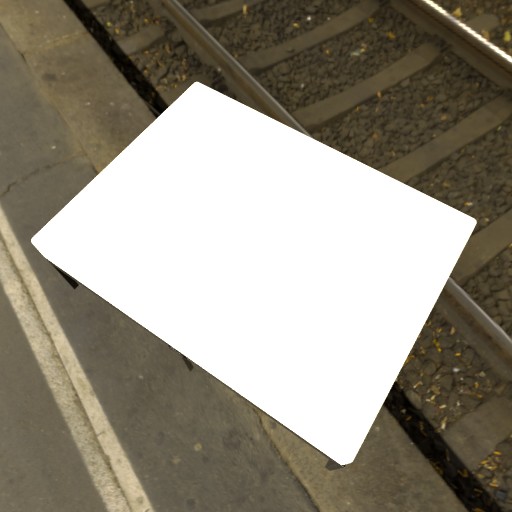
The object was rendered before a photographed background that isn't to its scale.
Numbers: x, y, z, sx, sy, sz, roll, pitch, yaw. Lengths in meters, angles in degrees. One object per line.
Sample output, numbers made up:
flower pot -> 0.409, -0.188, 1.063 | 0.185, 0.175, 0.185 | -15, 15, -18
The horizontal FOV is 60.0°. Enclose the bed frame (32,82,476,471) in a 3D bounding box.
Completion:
bed frame -> 0.000, 0.000, 2.799 | 2.072, 0.659, 1.557 | 31, 67, 15
